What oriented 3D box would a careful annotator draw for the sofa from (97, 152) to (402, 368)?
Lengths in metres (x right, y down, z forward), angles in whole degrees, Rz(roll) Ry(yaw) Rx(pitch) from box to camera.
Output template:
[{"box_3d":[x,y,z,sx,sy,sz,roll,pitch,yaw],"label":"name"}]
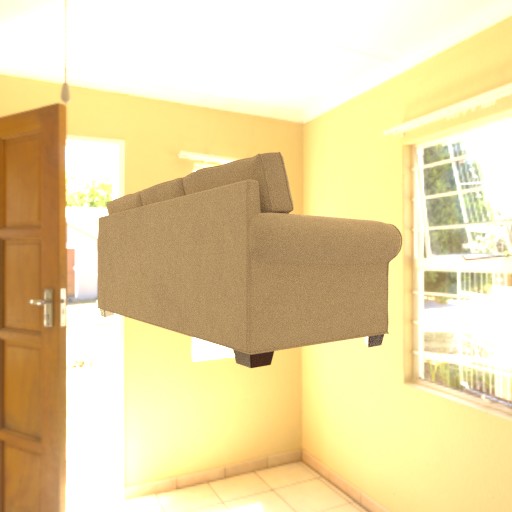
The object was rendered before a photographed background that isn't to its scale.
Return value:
[{"box_3d":[0.000,0.000,2.413,1.226,0.734,1.770,0,0,-36],"label":"sofa"}]
